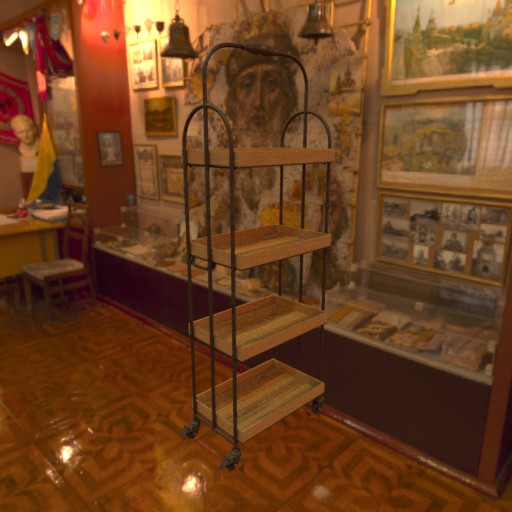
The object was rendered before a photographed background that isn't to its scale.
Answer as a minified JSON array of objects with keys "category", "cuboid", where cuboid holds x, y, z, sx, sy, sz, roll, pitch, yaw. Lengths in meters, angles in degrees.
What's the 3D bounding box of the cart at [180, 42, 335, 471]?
[{"category":"cart","cuboid":[0.000,0.000,1.684,0.581,1.481,0.308,-14,20,-42]}]
